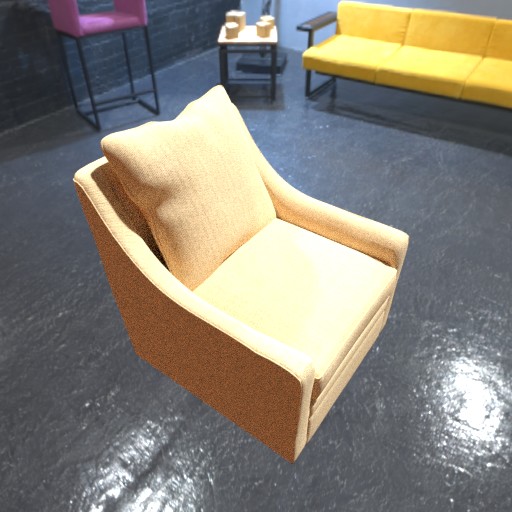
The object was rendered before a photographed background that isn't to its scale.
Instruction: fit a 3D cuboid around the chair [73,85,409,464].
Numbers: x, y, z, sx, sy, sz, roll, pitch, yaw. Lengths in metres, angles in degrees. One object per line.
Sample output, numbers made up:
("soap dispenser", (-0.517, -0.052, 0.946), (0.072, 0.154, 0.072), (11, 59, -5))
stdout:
("chair", (0.000, 0.000, 1.600), (0.876, 0.927, 0.760), (25, 47, 27))
